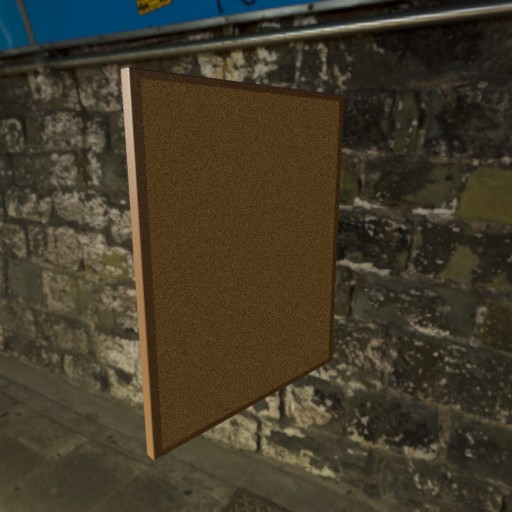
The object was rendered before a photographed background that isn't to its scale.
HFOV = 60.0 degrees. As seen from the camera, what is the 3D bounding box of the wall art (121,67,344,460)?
[{"bbox_3d":[0.000,0.000,0.757,0.449,0.550,0.021,-14,19,-43],"label":"wall art"}]
